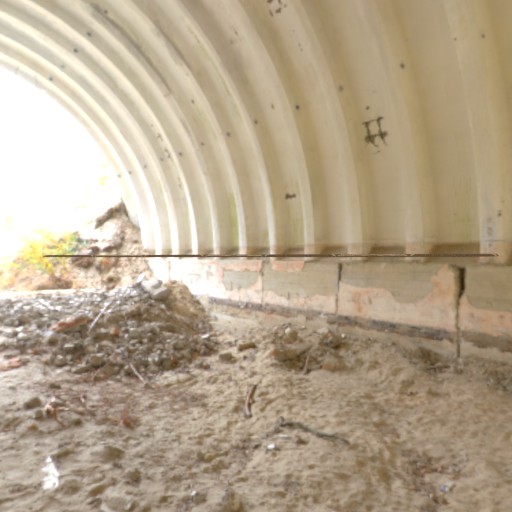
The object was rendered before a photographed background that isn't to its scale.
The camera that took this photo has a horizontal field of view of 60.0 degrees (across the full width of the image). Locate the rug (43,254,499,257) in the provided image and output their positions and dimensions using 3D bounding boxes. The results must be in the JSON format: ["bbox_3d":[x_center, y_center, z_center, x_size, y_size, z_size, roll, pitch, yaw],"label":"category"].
[{"bbox_3d":[0.000,0.000,2.669,2.464,0.012,0.773,0,0,18],"label":"rug"}]
